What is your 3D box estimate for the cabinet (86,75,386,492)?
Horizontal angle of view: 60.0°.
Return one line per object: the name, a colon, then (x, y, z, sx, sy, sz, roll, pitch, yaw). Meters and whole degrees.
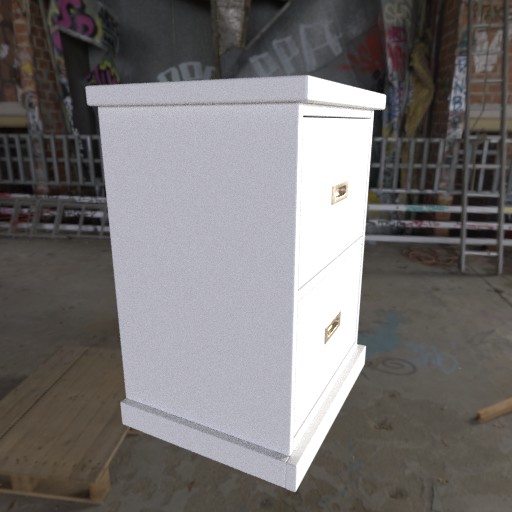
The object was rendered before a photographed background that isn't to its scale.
cabinet: (0.000, 0.000, 1.033, 0.431, 0.723, 0.520, 8, 19, 26)
